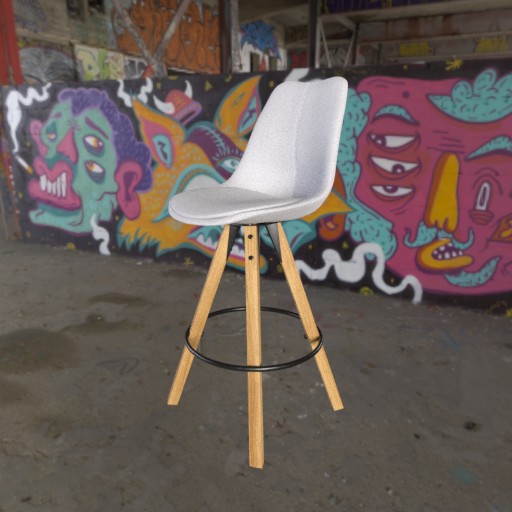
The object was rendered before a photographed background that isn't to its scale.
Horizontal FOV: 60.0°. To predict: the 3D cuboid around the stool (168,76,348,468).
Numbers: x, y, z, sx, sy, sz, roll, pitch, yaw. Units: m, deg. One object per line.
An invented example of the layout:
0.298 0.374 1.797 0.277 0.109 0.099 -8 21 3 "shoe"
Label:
0.000 0.000 1.448 0.550 1.115 0.484 -15 22 -43 "stool"
